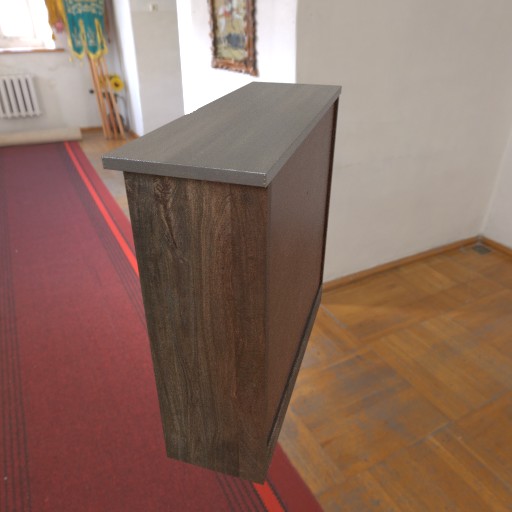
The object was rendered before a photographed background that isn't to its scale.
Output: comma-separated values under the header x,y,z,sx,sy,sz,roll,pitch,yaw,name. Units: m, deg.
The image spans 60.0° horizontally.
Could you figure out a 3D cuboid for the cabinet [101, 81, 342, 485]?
x,y,z,sx,sy,sz,roll,pitch,yaw,name
0.000,0.000,1.441,0.338,0.919,0.968,9,31,15,cabinet
